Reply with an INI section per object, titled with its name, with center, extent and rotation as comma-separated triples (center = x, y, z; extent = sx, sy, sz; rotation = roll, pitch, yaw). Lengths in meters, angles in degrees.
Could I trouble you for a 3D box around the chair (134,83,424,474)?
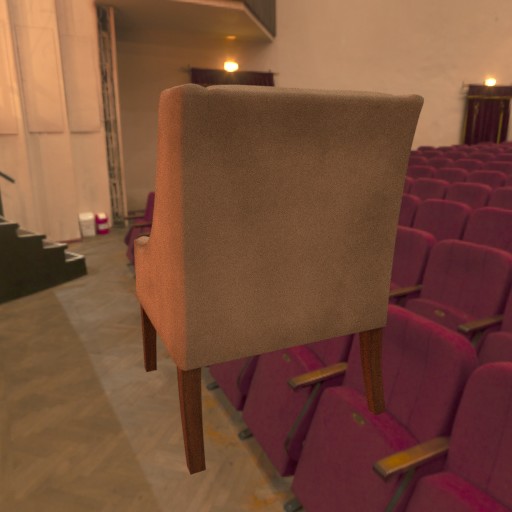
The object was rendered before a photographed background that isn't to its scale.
[chair]
center = 0.000, 0.000, 1.318
extent = 0.629, 0.895, 0.629
rotation = -7, 17, -24
